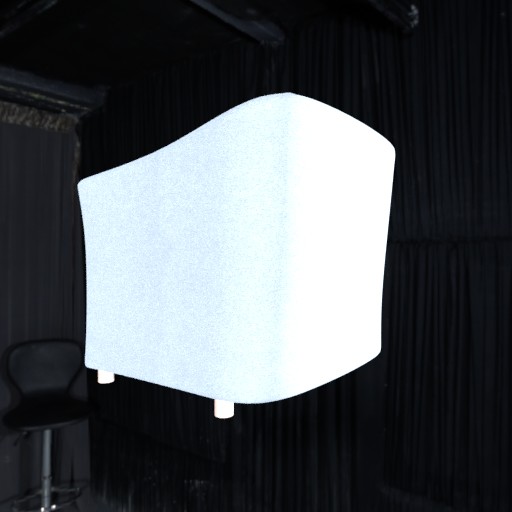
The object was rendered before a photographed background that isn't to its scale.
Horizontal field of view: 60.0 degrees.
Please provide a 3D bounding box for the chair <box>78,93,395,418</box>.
[{"bbox_3d":[0.000,0.000,1.369,0.700,0.720,0.790,0,0,37],"label":"chair"}]
